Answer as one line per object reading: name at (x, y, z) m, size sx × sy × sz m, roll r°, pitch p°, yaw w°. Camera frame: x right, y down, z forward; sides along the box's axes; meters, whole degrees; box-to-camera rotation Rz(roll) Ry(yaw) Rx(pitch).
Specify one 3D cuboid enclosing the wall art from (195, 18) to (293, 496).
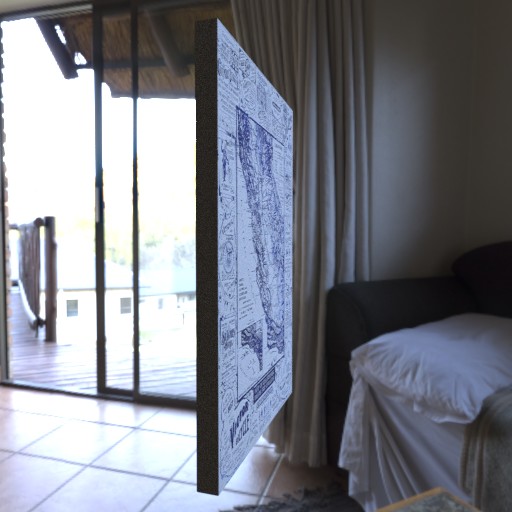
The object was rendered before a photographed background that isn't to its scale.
wall art at (0.000, 0.000, 0.946) m, size 0.039 × 0.753 × 0.511 m, roll 1°, pitch 2°, yaw 18°
